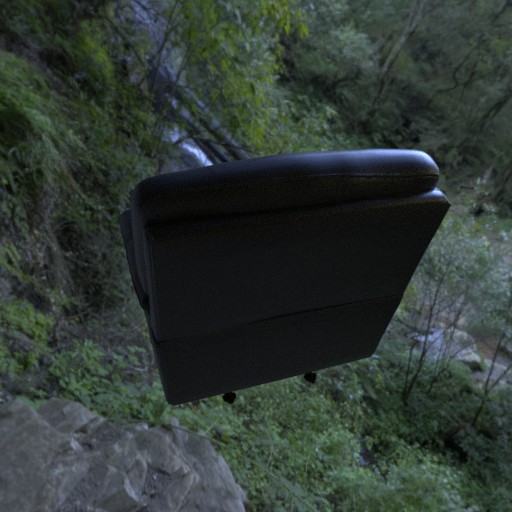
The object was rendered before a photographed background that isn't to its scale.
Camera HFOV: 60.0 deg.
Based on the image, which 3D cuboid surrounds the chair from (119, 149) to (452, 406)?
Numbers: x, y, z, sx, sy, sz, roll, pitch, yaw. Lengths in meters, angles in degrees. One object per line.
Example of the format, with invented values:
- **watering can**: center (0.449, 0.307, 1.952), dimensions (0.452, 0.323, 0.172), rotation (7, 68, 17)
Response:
- **chair**: center (0.000, 0.000, 1.956), dimensions (1.096, 1.109, 1.087), rotation (-9, 29, -17)
